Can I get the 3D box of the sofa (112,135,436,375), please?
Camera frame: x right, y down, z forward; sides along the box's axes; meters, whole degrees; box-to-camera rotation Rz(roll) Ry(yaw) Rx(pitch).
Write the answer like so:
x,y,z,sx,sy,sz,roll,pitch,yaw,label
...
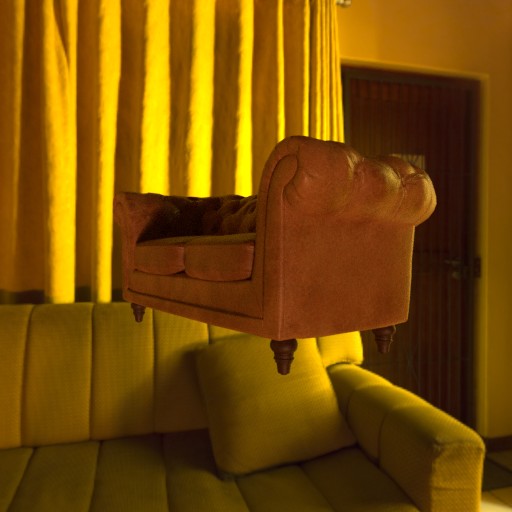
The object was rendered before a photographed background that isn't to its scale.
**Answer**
x,y,z,sx,sy,sz,roll,pitch,yaw,label
0.000,0.000,2.522,1.042,0.877,1.979,-1,1,-36,sofa
